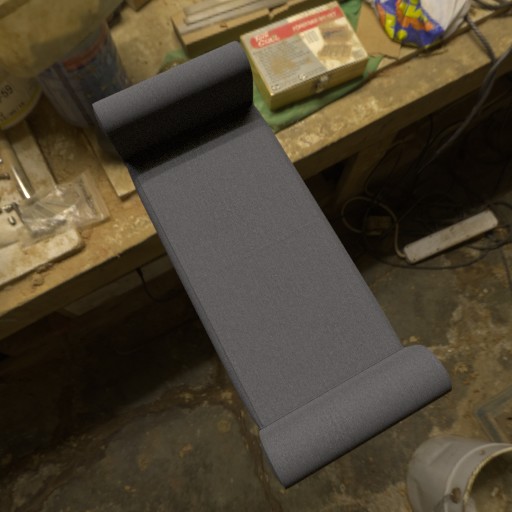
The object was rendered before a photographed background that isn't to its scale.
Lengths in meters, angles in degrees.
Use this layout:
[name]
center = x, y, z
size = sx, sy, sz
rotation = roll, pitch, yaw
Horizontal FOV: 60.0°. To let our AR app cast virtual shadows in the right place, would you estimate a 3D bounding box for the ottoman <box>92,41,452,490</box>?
[ottoman]
center = 0.000, 0.000, 1.500
size = 0.521, 0.547, 1.256
rotation = -27, 76, -7
